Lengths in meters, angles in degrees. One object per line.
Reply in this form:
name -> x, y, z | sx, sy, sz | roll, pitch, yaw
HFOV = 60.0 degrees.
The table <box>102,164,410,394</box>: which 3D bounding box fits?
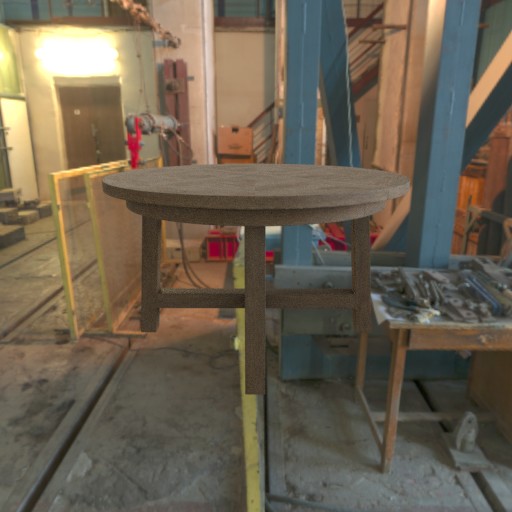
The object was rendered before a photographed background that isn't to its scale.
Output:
table -> 0.000, 0.000, 2.105 | 1.319, 0.762, 1.319 | 0, 16, 0
